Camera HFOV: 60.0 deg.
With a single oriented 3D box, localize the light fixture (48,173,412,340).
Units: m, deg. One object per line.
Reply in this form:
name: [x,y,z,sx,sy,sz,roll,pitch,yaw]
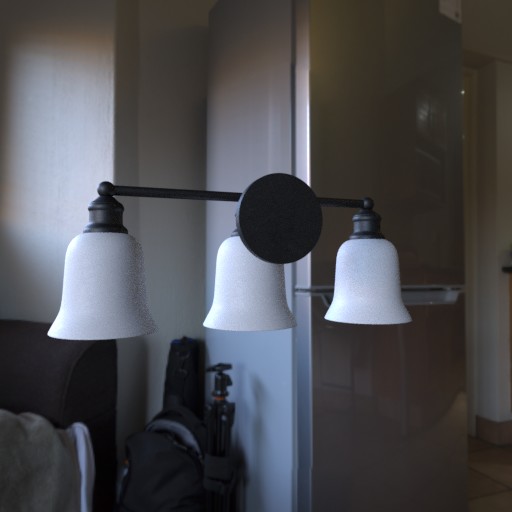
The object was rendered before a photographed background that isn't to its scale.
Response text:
light fixture: [0.000,0.000,0.664,0.570,0.211,0.198,0,-1,-20]
